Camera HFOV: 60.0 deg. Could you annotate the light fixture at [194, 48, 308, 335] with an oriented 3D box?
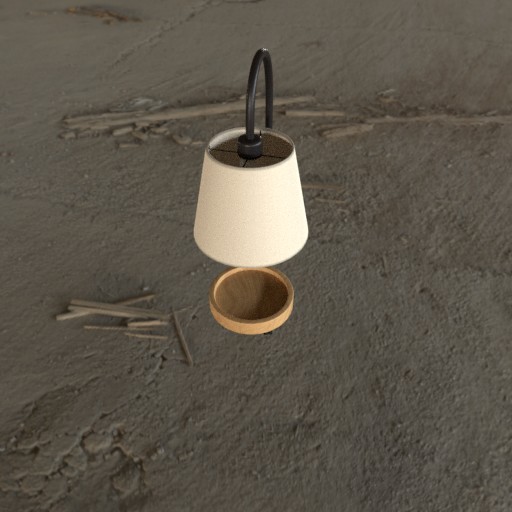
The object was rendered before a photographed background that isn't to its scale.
[{"bbox_3d":[0.000,0.000,0.951,0.220,0.821,0.299,10,42,11],"label":"light fixture"}]
